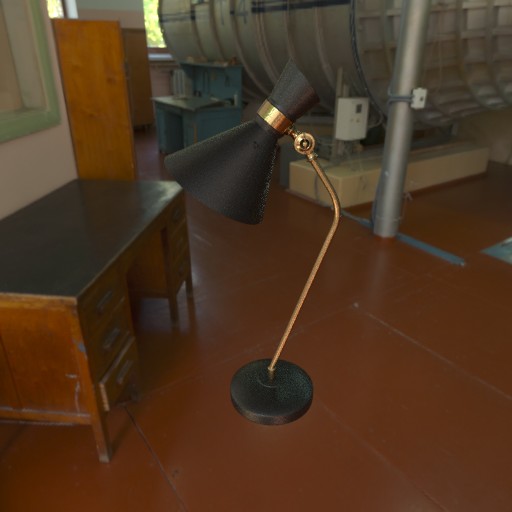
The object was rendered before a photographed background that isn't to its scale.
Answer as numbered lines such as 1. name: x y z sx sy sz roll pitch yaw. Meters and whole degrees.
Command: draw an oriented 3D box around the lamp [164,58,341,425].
1. lamp: 0.000 0.000 0.793 0.292 0.647 0.189 0 26 -1
